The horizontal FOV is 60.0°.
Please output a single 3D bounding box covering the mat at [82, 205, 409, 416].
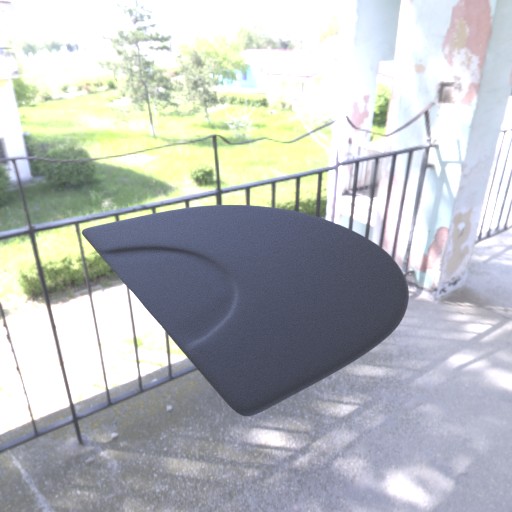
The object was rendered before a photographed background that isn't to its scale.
[{"bbox_3d":[0.000,0.000,1.599,0.917,0.016,1.220,-17,31,-31],"label":"mat"}]
